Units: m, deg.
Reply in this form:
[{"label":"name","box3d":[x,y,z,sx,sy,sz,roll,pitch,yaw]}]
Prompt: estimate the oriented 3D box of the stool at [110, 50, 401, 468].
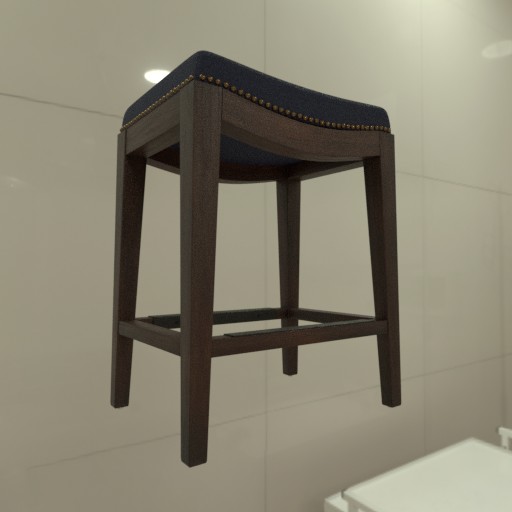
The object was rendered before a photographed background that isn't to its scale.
[{"label":"stool","box3d":[0.000,0.000,0.944,0.500,0.642,0.361,1,-2,-36]}]
